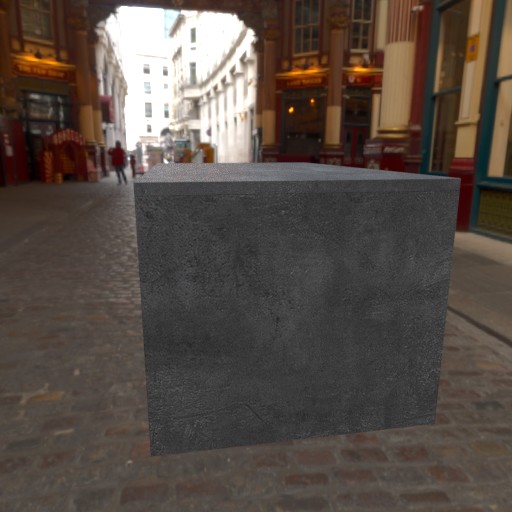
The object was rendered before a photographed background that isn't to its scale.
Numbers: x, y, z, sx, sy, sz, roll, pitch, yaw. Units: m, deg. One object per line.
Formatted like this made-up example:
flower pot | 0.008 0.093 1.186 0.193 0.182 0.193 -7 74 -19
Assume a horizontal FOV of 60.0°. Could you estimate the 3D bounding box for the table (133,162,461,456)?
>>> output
table | 0.000 0.000 0.899 0.400 0.350 0.700 -2 14 -10
